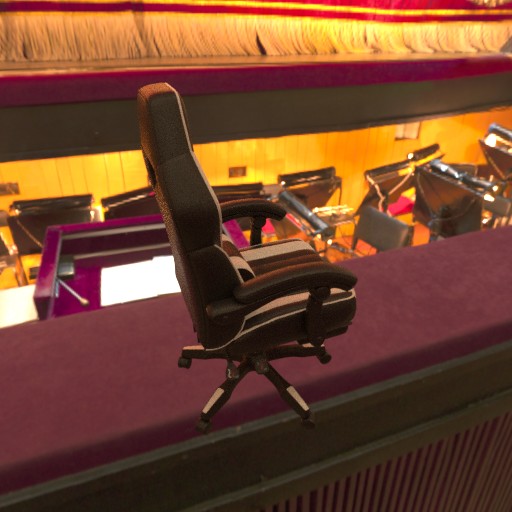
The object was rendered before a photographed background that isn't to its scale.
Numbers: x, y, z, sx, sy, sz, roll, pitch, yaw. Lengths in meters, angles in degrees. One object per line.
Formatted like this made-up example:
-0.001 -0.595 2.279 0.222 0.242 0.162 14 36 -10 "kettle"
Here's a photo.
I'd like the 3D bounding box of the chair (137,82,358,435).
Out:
0.000 0.000 1.622 0.700 1.200 0.676 -10 30 -17 "chair"
